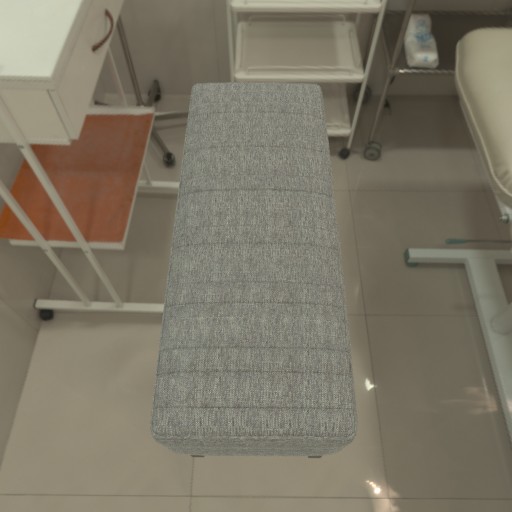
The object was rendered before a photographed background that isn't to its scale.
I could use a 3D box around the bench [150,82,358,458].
[{"bbox_3d":[0.000,0.000,1.314,0.429,0.470,1.100,0,59,0],"label":"bench"}]
